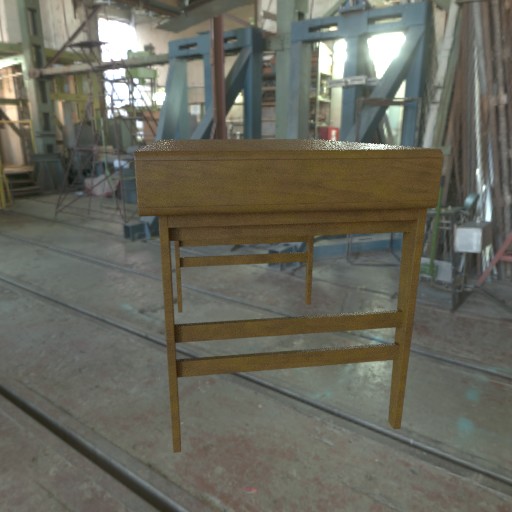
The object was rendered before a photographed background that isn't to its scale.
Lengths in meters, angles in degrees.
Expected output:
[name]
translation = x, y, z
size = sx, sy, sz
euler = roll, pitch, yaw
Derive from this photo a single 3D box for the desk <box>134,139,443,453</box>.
[desk]
translation = 0.000, 0.000, 1.523
size = 0.660, 0.754, 1.066
euler = -2, 16, -8
